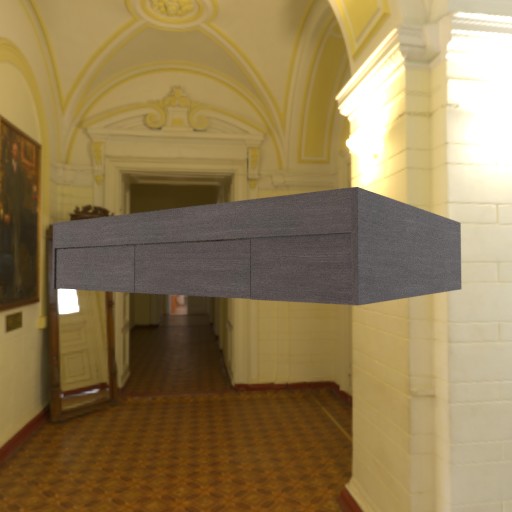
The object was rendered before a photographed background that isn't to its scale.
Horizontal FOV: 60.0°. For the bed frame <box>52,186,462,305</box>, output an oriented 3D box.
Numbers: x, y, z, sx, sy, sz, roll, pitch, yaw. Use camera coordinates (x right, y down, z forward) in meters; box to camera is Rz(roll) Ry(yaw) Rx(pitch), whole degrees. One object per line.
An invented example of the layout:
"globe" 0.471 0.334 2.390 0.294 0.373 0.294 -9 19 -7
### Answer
"bed frame" 0.000 0.000 2.630 1.944 0.459 1.448 -1 -2 37
